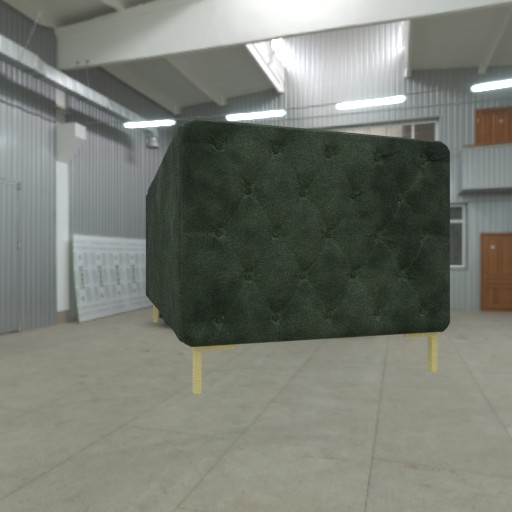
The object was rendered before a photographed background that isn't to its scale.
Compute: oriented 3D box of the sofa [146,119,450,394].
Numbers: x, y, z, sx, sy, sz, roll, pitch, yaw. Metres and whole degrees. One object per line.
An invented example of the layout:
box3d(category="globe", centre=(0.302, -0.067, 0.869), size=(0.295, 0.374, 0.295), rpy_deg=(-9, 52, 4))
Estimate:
box3d(category="sofa", centre=(0.000, 0.000, 2.032), size=(0.895, 0.768, 1.537), rpy_deg=(0, 0, -17))
